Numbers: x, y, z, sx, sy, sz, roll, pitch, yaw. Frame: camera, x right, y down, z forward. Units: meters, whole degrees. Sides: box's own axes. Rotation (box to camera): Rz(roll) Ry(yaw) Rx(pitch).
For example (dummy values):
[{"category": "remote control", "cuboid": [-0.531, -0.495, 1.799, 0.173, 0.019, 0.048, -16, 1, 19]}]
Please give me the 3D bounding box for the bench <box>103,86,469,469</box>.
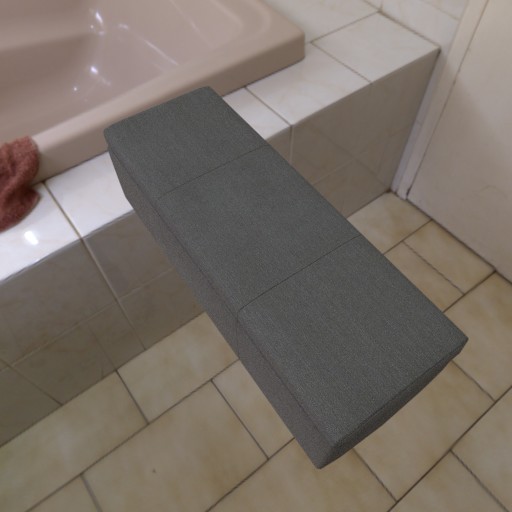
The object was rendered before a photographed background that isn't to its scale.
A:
[{"category": "bench", "cuboid": [0.000, 0.000, 1.481, 0.446, 0.438, 1.269, -30, 61, -18]}]
